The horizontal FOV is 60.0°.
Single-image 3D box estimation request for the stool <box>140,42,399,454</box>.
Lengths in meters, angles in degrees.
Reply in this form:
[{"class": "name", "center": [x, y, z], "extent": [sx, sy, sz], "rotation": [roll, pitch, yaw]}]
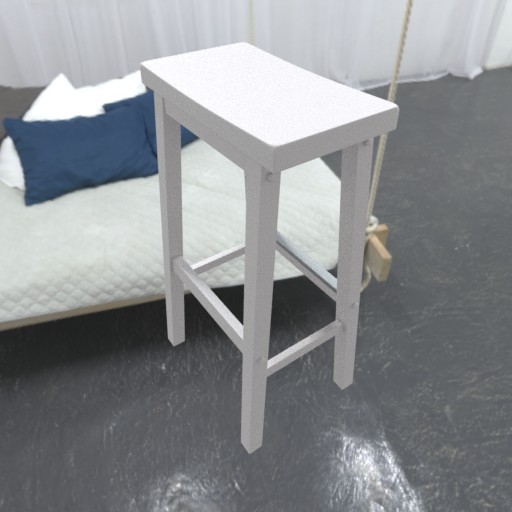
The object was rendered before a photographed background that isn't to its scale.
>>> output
[{"class": "stool", "center": [0.000, 0.000, 0.958], "extent": [0.322, 0.742, 0.406], "rotation": [-25, 46, -26]}]
